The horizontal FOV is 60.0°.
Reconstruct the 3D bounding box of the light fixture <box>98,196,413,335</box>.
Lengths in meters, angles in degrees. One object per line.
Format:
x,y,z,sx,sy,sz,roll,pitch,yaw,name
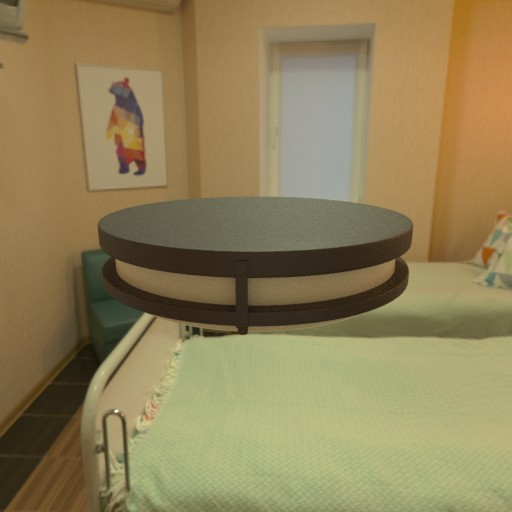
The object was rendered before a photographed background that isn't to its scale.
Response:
0.000,0.000,0.539,0.356,0.102,0.356,0,15,0,light fixture
